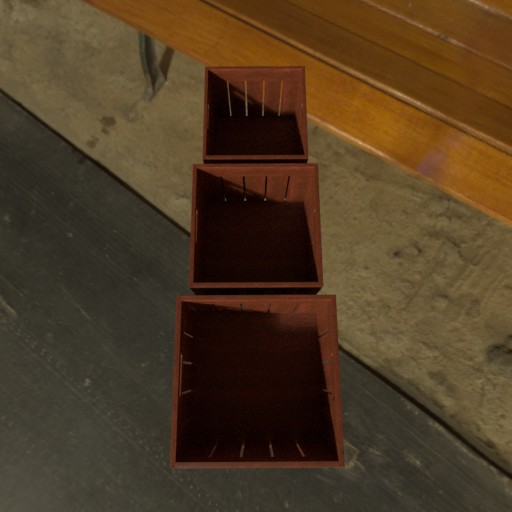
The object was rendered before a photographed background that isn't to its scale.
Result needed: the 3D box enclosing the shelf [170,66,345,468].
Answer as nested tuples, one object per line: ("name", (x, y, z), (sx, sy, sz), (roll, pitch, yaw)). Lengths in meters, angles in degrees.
("shelf", (0.000, 0.000, 1.280), (0.393, 0.311, 1.064), (0, 75, 0))
